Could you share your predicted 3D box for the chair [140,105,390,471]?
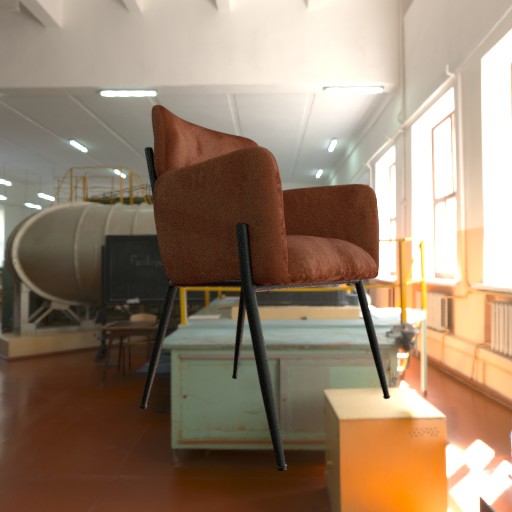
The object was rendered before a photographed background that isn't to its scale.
[{"bbox_3d":[0.000,0.000,1.146,0.523,0.772,0.561,-1,-1,36],"label":"chair"}]
